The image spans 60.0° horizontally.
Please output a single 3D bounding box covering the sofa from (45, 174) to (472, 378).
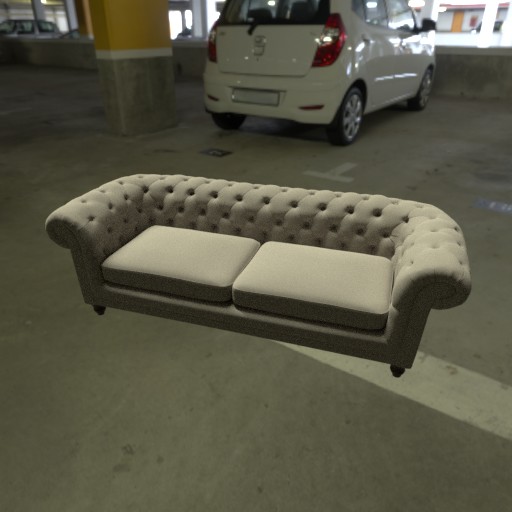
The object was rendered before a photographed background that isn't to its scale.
[{"bbox_3d":[0.000,0.000,2.858,2.411,0.749,0.991,8,29,16],"label":"sofa"}]
